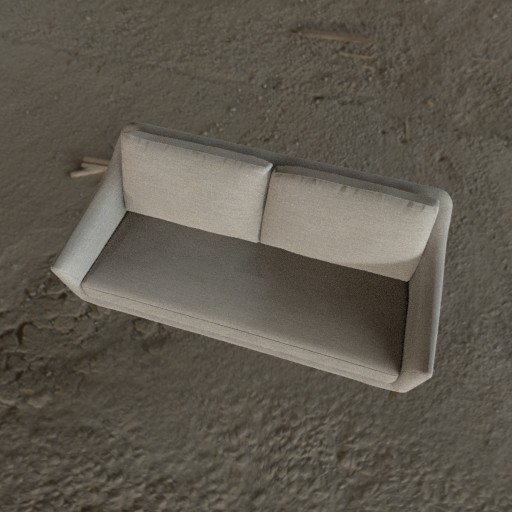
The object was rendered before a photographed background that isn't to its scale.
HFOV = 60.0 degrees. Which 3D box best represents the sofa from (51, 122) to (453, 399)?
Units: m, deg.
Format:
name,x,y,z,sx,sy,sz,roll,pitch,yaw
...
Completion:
name,x,y,z,sx,sy,sz,roll,pitch,yaw
sofa,0.000,0.000,2.588,2.036,0.913,0.980,15,60,9
